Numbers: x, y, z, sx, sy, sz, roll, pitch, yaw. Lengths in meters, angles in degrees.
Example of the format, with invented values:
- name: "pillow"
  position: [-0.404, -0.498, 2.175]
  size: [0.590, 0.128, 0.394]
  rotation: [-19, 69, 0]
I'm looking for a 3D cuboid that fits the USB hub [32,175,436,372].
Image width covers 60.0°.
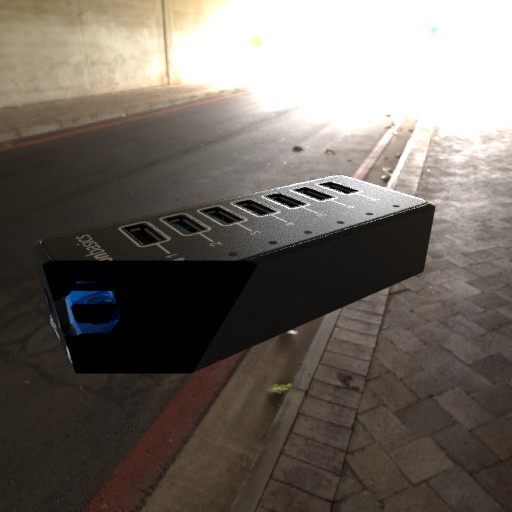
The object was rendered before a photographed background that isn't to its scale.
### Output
- name: "USB hub"
  position: [0.000, 0.000, 0.129]
  size: [0.110, 0.023, 0.044]
  rotation: [-17, 30, -32]
